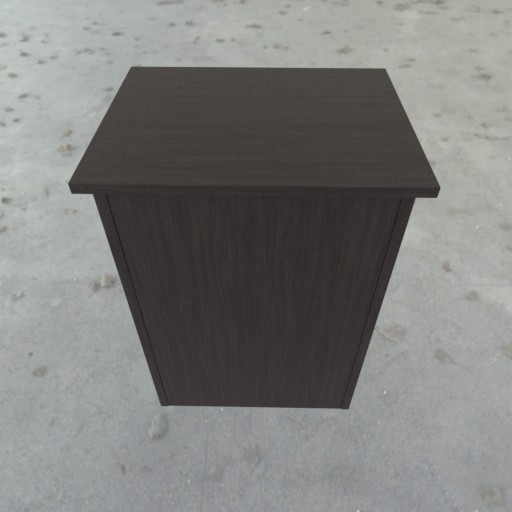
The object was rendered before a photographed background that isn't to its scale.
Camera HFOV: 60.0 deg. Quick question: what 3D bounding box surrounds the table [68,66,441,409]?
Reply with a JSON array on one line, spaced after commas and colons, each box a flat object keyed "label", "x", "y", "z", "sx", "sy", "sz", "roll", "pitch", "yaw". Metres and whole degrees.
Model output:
[{"label": "table", "x": 0.000, "y": 0.000, "z": 0.928, "sx": 0.480, "sy": 0.635, "sz": 0.381, "roll": 1, "pitch": 45, "yaw": 1}]
